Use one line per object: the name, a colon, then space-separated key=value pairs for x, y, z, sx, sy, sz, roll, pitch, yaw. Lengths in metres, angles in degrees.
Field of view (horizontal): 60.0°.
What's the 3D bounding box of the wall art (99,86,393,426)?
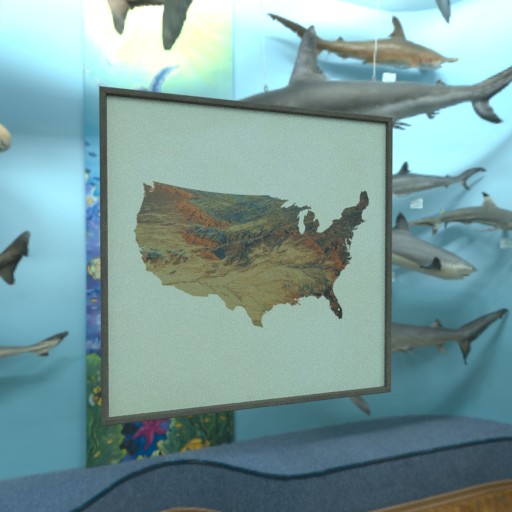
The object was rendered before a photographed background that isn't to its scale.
wall art: x=0.000 y=0.000 z=0.458 sx=0.303 sy=0.302 sz=0.038 roll=0 pitch=1 yaw=-18
